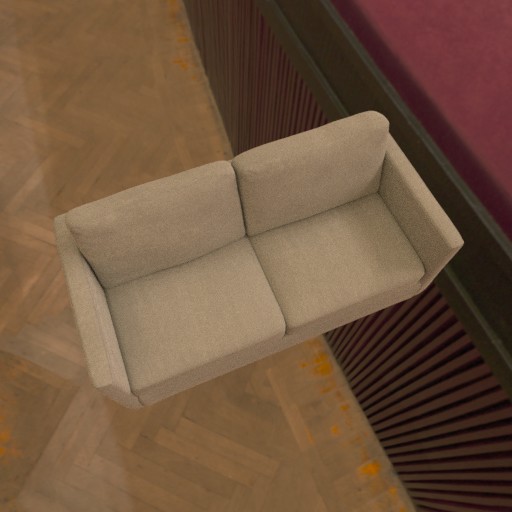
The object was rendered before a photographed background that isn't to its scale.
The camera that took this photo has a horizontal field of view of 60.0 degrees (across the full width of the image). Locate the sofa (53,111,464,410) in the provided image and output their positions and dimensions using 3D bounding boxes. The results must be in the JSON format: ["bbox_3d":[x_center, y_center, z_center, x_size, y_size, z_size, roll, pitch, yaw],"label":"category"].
[{"bbox_3d":[0.000,0.000,2.444,1.884,0.963,0.950,-20,65,-10],"label":"sofa"}]
